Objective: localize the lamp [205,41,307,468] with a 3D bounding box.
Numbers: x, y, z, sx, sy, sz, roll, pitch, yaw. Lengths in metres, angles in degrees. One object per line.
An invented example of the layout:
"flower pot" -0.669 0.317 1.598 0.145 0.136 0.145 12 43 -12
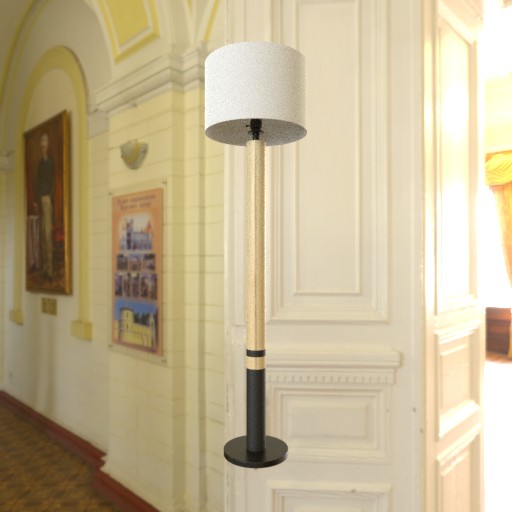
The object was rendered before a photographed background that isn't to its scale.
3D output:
"lamp" 0.000 0.000 1.665 0.381 1.478 0.381 0 0 -1
